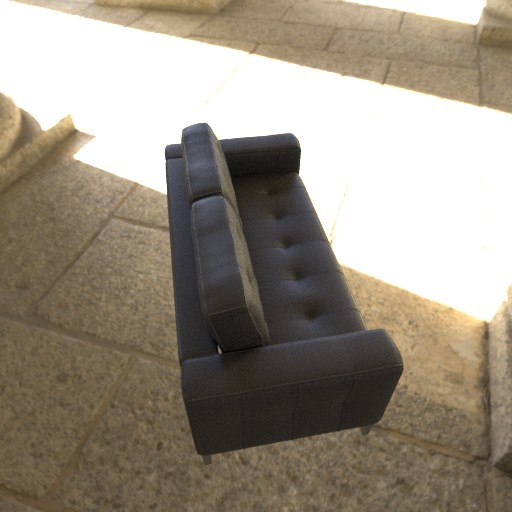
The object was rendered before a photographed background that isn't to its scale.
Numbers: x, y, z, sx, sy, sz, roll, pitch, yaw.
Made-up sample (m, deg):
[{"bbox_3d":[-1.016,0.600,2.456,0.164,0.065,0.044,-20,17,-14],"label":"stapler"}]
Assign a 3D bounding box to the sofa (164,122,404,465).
[{"bbox_3d":[0.000,0.000,2.285,0.833,0.892,1.726,-7,46,-7],"label":"sofa"}]
